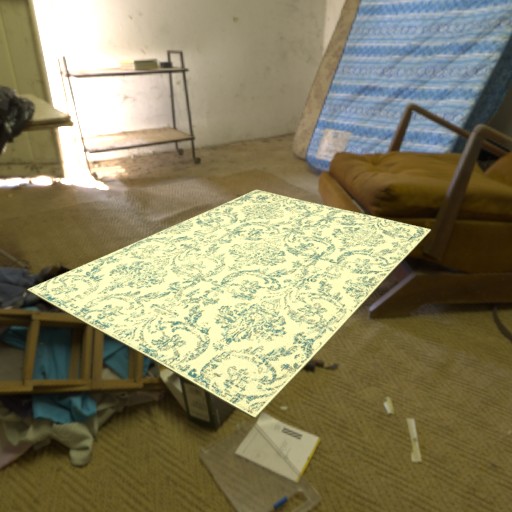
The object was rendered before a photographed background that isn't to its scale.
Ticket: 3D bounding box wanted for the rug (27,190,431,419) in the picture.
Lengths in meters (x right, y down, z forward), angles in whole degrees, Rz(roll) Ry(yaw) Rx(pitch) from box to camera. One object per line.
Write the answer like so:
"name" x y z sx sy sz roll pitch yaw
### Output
"rug" 0.000 0.000 2.868 1.586 0.014 2.197 18 32 32
